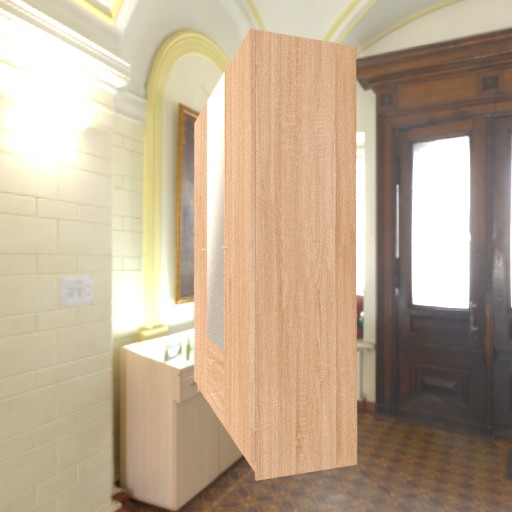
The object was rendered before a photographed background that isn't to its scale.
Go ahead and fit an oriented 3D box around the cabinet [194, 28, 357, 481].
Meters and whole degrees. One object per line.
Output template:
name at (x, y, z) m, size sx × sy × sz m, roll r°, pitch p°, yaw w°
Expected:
cabinet at (0.000, 0.000, 2.866) m, size 0.590 × 2.120 × 1.500 m, roll 0°, pitch -1°, yaw -18°
